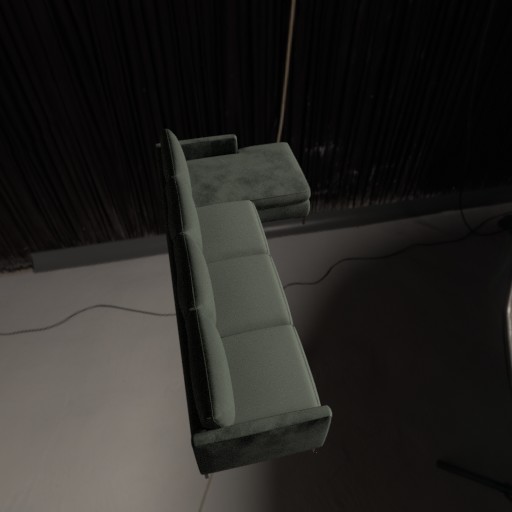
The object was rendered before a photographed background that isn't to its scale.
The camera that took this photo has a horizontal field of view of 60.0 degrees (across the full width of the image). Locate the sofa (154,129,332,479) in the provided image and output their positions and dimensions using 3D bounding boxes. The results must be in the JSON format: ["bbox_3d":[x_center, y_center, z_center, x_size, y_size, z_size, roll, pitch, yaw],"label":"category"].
[{"bbox_3d":[0.000,0.000,3.280,1.255,0.756,2.725,-9,49,-8],"label":"sofa"}]
